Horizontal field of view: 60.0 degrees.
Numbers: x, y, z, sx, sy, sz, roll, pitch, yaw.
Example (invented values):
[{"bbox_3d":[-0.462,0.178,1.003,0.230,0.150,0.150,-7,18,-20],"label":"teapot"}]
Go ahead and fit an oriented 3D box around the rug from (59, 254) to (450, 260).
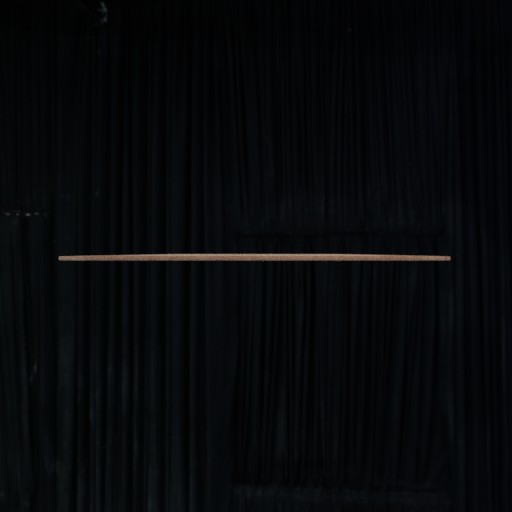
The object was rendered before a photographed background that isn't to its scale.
[{"bbox_3d":[0.000,0.000,2.288,1.219,0.014,1.829,0,0,0],"label":"rug"}]
